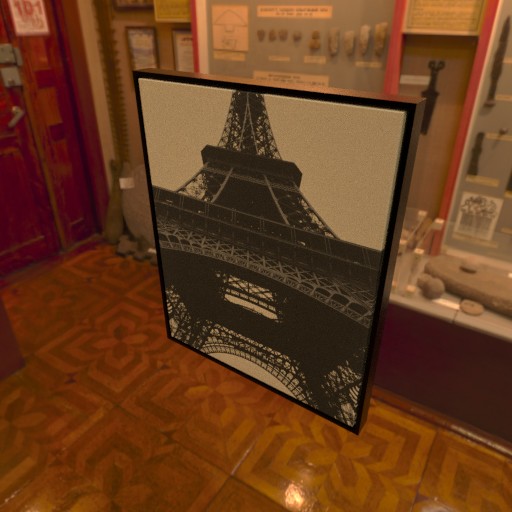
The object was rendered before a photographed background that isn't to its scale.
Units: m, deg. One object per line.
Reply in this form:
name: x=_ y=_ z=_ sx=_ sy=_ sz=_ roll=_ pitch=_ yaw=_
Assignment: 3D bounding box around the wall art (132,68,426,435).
wall art: x=0.000 y=0.000 z=0.748 sx=0.451 sy=0.553 sz=0.039 roll=19 pitch=35 yaw=29
